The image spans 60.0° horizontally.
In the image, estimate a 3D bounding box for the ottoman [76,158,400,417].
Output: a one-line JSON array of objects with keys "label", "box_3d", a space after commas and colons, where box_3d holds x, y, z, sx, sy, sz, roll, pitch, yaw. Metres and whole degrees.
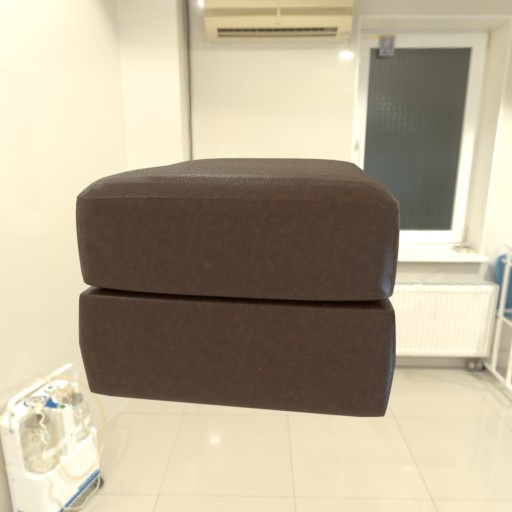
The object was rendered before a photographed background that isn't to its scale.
[{"label": "ottoman", "box_3d": [0.000, 0.000, 1.140, 0.603, 0.476, 0.751, 2, 15, 8]}]
